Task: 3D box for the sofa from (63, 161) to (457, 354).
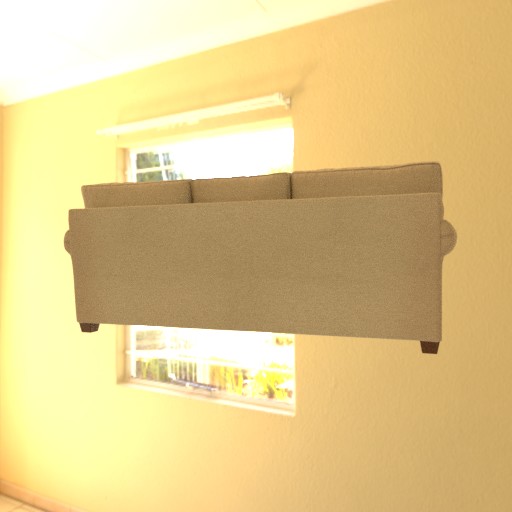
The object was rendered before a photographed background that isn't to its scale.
[{"bbox_3d":[0.000,0.000,2.849,2.312,0.975,0.965,0,-1,18],"label":"sofa"}]
